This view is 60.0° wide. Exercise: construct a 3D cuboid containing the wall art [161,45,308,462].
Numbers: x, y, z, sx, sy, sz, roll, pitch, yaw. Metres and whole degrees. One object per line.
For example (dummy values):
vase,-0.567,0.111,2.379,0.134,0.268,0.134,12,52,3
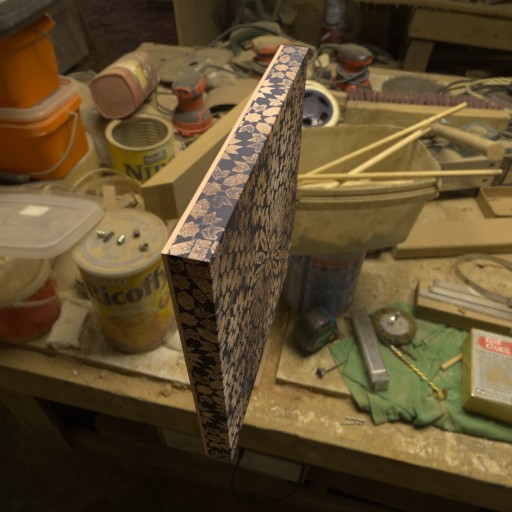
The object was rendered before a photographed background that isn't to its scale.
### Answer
wall art,0.000,0.000,0.605,0.038,0.405,0.405,11,47,10
